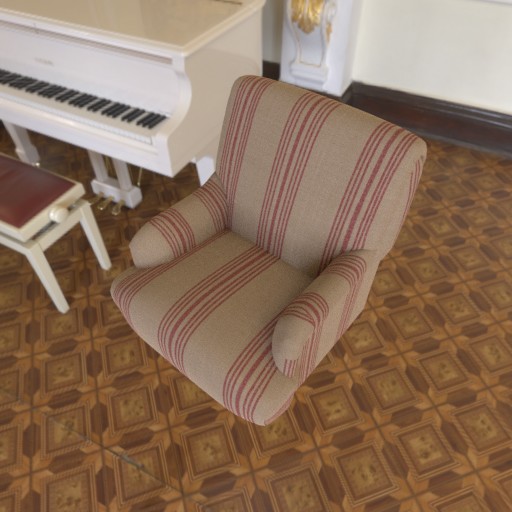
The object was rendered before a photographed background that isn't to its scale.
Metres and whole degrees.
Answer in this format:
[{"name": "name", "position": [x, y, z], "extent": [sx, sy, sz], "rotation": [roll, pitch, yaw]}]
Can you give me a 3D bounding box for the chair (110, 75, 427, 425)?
[{"name": "chair", "position": [0.000, 0.000, 1.929], "extent": [0.933, 1.123, 1.058], "rotation": [31, 54, 26]}]
